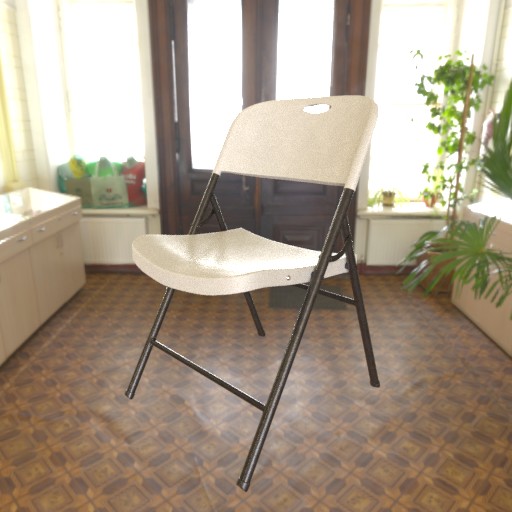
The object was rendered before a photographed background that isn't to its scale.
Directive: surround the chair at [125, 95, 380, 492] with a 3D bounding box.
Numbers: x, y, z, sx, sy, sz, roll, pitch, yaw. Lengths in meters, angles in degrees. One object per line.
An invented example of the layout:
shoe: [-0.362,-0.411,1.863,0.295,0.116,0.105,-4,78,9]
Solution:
chair: [0.000,0.000,1.162,0.494,0.810,0.566,16,23,42]
